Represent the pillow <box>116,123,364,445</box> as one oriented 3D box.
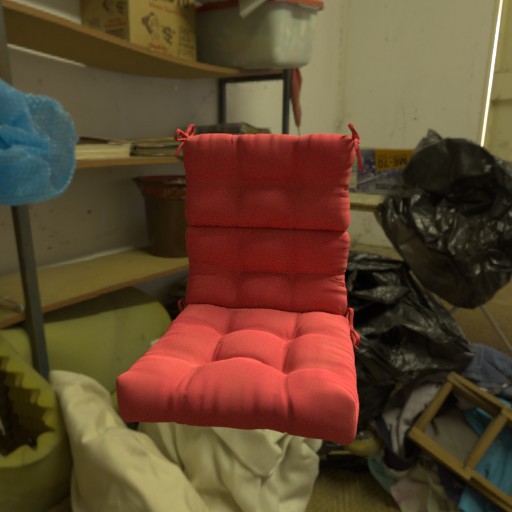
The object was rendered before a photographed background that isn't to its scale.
[{"bbox_3d":[0.000,0.000,1.039,0.519,0.605,0.571,3,16,9],"label":"pillow"}]
